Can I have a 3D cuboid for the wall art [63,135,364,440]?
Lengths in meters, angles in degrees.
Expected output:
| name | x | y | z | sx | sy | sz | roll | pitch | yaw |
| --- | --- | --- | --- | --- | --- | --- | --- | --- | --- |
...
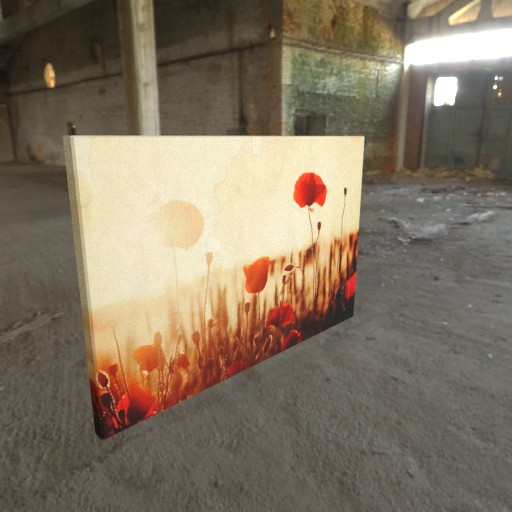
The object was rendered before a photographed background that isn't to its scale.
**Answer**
| name | x | y | z | sx | sy | sz | roll | pitch | yaw |
| --- | --- | --- | --- | --- | --- | --- | --- | --- | --- |
| wall art | 0.000 | 0.000 | 1.151 | 0.918 | 0.602 | 0.038 | -15 | 21 | -43 |
